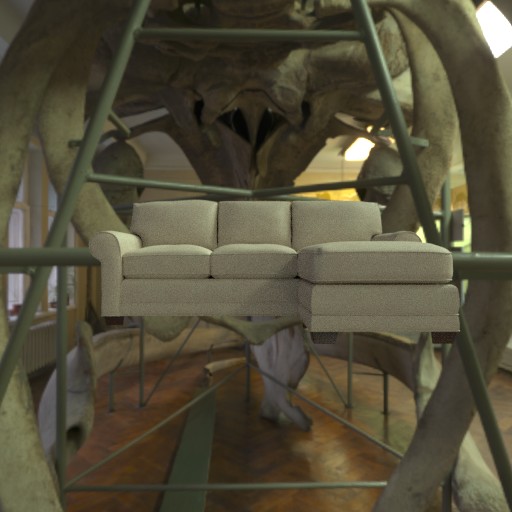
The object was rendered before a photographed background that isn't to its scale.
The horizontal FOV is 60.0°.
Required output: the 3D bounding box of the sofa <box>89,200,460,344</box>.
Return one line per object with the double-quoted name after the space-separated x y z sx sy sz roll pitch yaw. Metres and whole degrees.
0.000 0.000 2.413 1.770 0.734 1.226 0 0 0 "sofa"
